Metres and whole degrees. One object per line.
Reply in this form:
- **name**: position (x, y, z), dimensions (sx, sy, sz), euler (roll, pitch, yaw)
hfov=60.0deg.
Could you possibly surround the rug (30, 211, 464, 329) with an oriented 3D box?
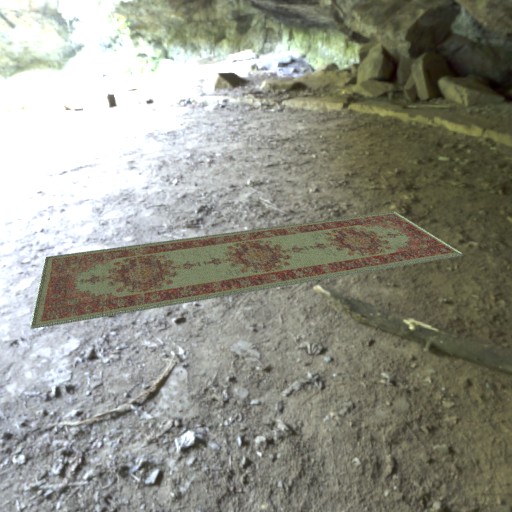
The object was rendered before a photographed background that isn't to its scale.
- **rug**: position (0.000, 0.000, 2.015), dimensions (1.824, 0.009, 0.562), euler (-8, 29, -16)
